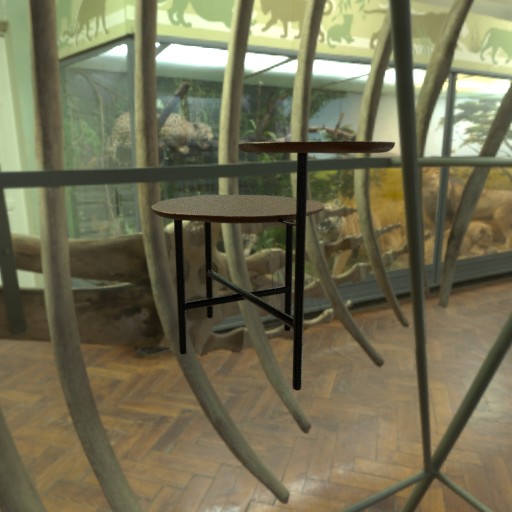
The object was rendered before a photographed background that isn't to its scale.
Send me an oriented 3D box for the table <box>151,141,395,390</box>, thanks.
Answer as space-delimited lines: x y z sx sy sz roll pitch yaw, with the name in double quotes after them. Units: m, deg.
0.000 0.000 1.101 0.442 0.538 0.759 -7 15 -27 "table"
